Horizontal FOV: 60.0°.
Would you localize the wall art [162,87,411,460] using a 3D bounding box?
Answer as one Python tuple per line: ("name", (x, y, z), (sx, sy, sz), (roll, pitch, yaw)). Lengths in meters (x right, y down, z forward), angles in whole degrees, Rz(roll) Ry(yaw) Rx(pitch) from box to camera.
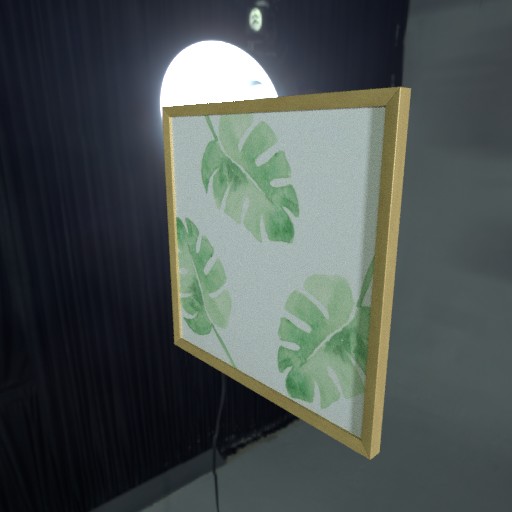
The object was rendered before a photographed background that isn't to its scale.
("wall art", (0.000, 0.000, 1.142), (0.037, 0.763, 0.763), (-14, 21, -42))
